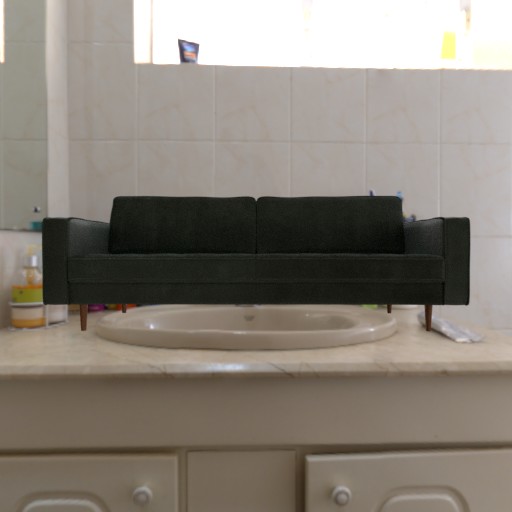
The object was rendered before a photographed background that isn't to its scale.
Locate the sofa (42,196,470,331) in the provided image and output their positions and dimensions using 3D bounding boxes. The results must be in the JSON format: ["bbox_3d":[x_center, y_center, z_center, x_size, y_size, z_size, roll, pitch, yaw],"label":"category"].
[{"bbox_3d":[0.000,0.000,2.663,2.214,0.781,0.886,0,0,1],"label":"sofa"}]
